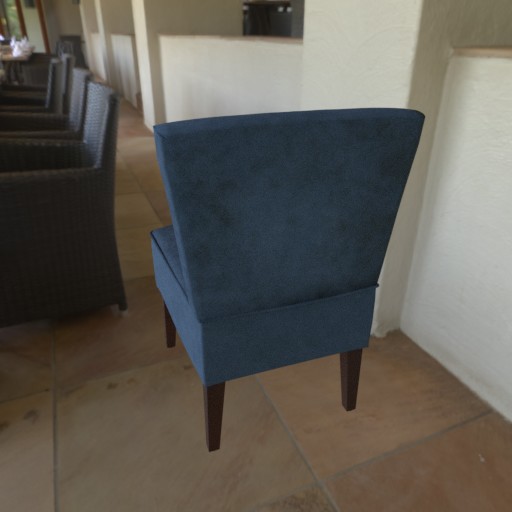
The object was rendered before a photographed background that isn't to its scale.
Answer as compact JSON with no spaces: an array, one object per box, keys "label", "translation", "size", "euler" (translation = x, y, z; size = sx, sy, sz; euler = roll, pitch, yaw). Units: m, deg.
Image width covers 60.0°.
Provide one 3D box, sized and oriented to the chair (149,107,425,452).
[{"label":"chair","translation":[0.000,0.000,1.178],"size":[0.521,0.806,0.551],"euler":[-9,28,-17]}]
